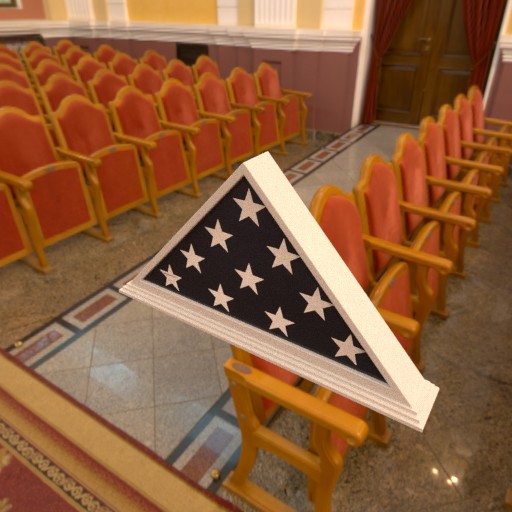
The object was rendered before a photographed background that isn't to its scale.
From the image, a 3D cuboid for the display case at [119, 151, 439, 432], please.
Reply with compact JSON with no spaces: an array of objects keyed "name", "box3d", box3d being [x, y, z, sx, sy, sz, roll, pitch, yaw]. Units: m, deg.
[{"name":"display case","box3d":[0.000,0.000,0.743,0.640,0.340,0.095,19,35,29]}]
